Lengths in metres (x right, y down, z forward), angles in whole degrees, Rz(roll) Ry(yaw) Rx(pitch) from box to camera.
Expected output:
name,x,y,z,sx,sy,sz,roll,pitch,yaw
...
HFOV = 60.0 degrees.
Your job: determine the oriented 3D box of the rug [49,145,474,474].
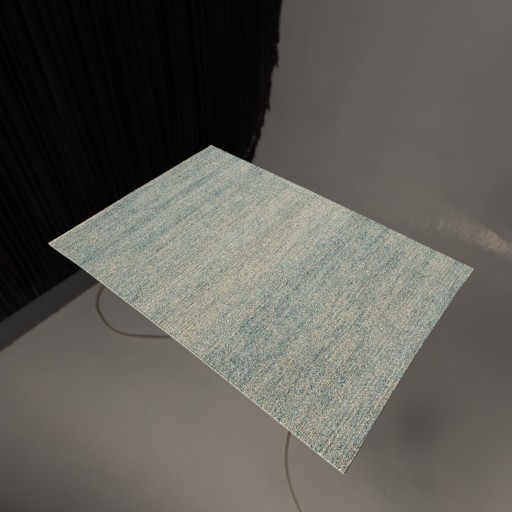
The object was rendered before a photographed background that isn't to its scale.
name,x,y,z,sx,sy,sz,roll,pitch,yaw
rug,0.000,0.000,5.102,4.078,0.052,2.802,30,53,26
